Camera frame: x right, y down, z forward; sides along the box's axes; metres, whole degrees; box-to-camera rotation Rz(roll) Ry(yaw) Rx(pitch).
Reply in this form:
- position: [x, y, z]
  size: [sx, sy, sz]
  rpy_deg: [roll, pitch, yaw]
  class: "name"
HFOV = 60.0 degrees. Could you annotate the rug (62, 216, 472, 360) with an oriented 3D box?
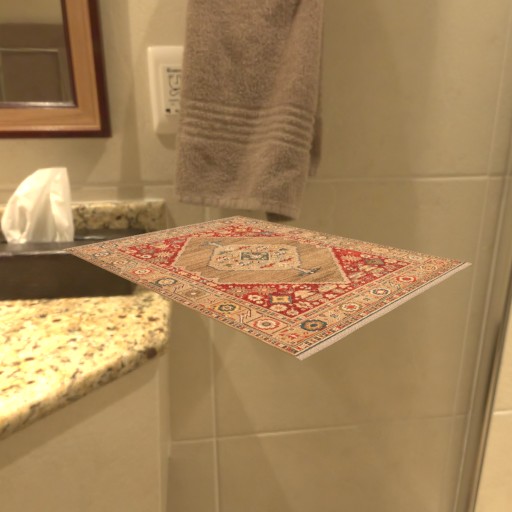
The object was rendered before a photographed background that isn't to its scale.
- position: [0.000, 0.000, 4.280]
  size: [3.143, 0.008, 2.451]
  rpy_deg: [16, 23, 42]
  class: "rug"
